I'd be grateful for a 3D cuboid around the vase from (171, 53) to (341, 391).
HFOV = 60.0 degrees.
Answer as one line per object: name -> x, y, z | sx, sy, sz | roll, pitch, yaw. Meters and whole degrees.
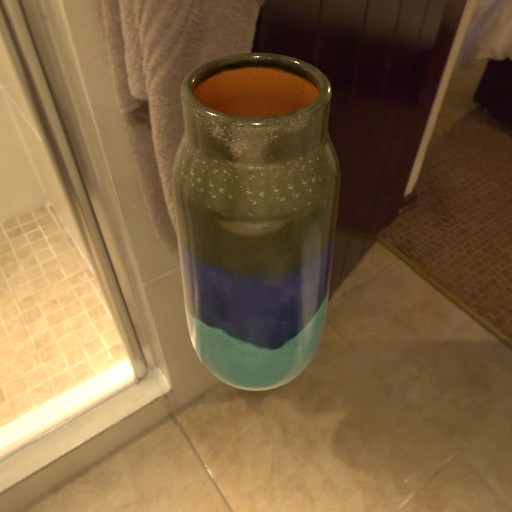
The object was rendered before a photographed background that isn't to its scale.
vase -> 0.000, 0.000, 0.386 | 0.139, 0.313, 0.139 | 0, 47, 0
